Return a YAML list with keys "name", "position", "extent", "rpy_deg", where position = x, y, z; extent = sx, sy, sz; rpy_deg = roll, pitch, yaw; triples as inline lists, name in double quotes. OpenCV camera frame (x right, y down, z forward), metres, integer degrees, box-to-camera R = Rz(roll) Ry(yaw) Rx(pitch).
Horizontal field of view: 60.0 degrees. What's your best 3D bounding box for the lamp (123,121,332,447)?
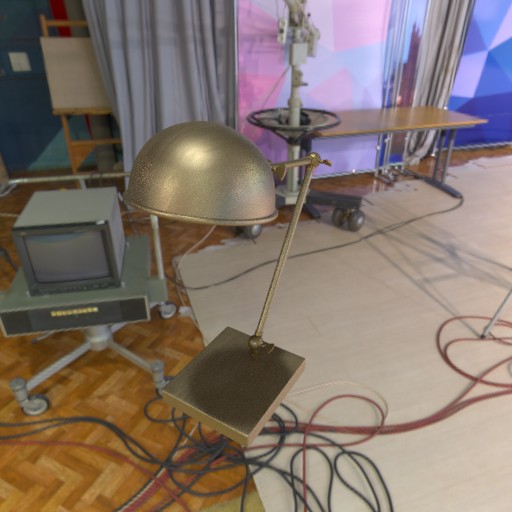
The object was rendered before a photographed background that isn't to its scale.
- name: "lamp"
  position: [0.000, 0.000, 0.557]
  extent: [0.149, 0.371, 0.339]
  rpy_deg: [18, 35, 27]
